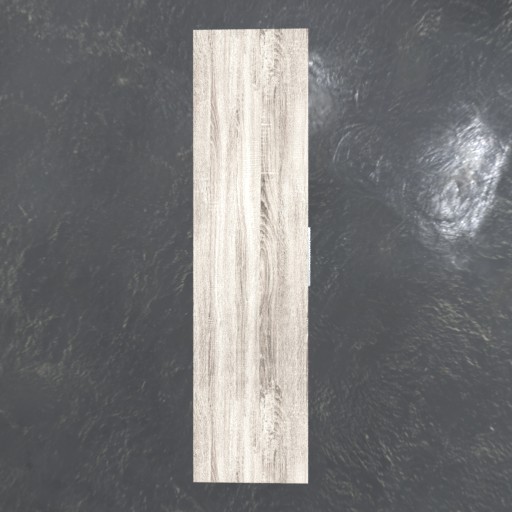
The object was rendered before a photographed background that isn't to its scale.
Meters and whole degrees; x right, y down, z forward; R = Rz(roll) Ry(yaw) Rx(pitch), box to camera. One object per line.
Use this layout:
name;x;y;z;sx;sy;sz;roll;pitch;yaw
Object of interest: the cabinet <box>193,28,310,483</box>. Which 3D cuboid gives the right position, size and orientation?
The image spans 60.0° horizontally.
cabinet;0.000;0.000;1.867;0.380;0.900;1.450;0;90;1
